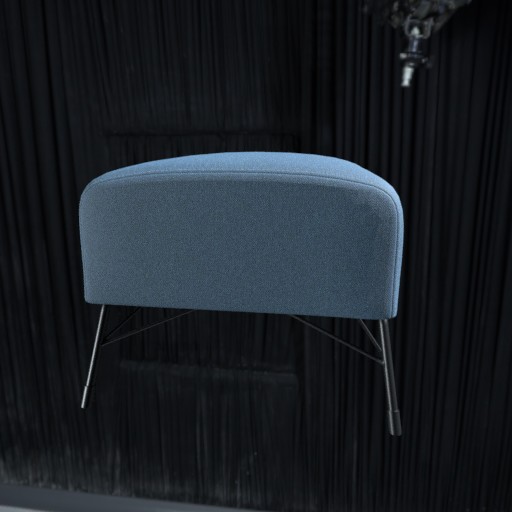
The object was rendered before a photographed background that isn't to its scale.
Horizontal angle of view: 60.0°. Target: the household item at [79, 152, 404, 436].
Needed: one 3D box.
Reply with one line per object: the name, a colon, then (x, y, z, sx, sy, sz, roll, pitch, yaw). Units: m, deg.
household item: (0.000, 0.000, 0.919, 0.530, 0.420, 0.530, 2, 14, 8)
